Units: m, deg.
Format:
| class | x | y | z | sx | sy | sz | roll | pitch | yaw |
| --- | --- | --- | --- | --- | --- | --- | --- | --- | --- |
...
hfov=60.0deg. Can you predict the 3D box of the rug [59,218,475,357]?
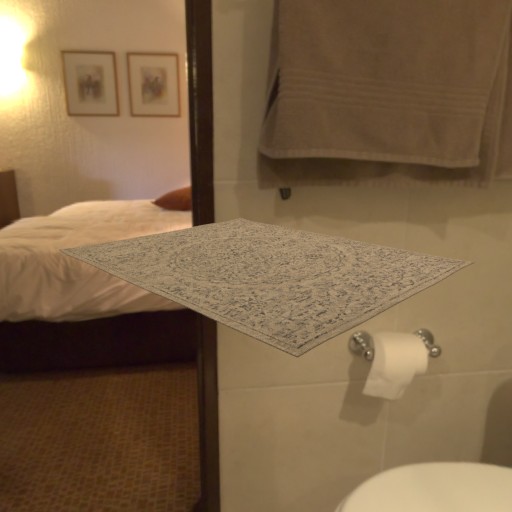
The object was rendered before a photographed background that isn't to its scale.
| class | x | y | z | sx | sy | sz | roll | pitch | yaw |
| --- | --- | --- | --- | --- | --- | --- | --- | --- | --- |
| rug | 0.000 | 0.000 | 3.971 | 2.343 | 0.026 | 2.925 | -15 | 21 | -43 |
